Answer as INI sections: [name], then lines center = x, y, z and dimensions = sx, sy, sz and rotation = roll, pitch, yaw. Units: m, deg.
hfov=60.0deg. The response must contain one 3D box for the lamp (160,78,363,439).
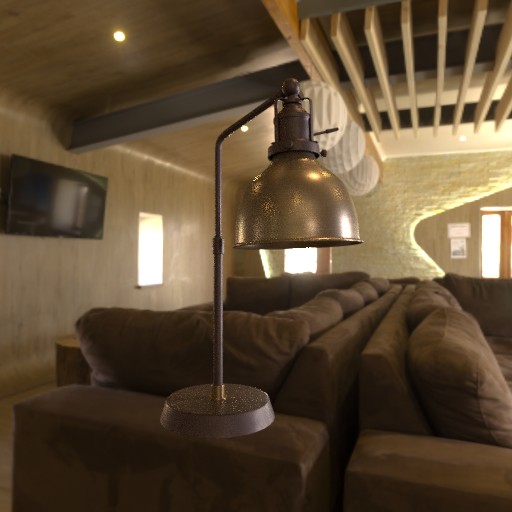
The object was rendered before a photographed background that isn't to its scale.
[lamp]
center = 0.000, 0.000, 0.615
dimensions = 0.298, 0.469, 0.175
rotation = 0, -1, 37
